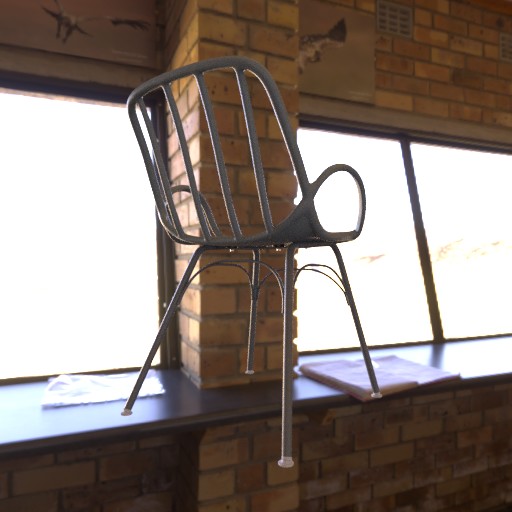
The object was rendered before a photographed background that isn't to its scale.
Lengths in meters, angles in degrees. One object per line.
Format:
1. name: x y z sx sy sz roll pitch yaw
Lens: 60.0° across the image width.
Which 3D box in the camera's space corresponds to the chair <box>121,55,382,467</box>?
1. chair: 0.000 0.000 1.198 0.549 0.816 0.597 0 -1 36
